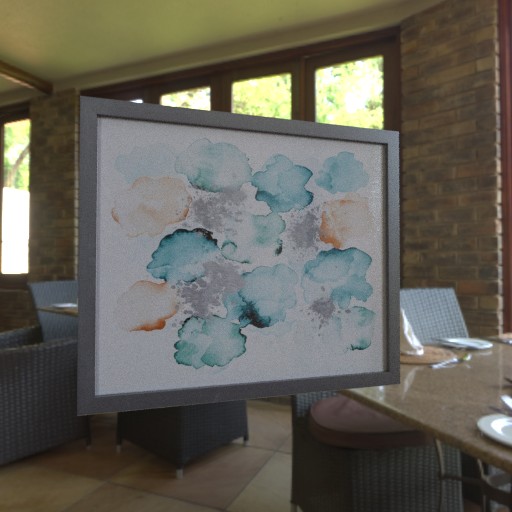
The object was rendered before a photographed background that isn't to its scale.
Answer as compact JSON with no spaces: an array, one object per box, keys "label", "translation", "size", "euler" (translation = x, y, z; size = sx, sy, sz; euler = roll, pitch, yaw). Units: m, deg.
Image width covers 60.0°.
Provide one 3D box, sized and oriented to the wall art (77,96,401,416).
[{"label":"wall art","translation":[0.000,0.000,0.888],"size":[0.660,0.558,0.026],"euler":[0,-1,-18]}]
